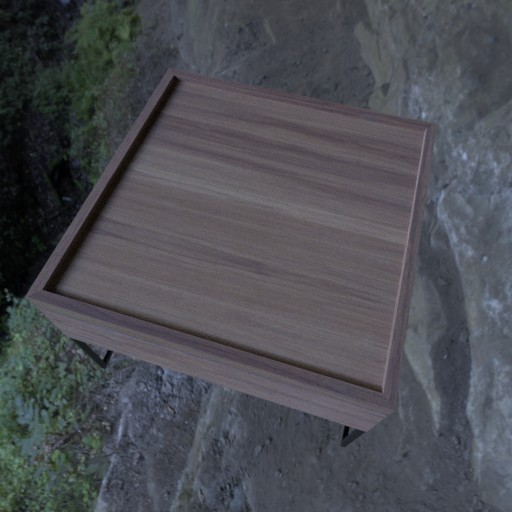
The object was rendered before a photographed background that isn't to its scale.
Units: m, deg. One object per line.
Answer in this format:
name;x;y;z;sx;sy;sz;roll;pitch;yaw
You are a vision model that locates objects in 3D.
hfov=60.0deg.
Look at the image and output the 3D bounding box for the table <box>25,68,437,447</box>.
table;0.000;0.000;1.123;0.679;0.464;0.676;15;61;9
